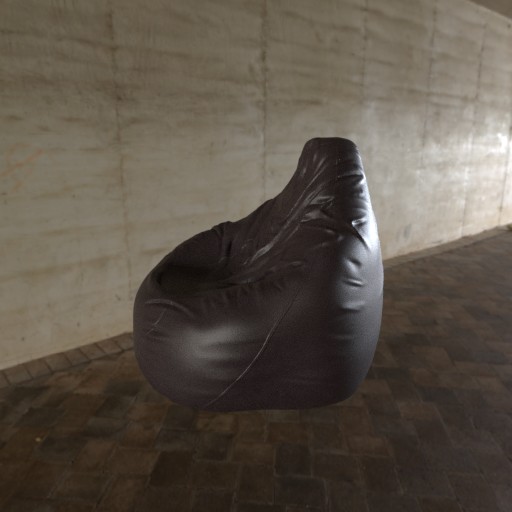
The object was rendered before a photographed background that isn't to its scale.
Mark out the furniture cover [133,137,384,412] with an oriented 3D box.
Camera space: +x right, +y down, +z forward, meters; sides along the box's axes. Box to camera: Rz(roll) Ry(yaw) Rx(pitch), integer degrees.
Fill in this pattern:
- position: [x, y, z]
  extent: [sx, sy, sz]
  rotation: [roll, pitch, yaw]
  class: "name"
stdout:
- position: [0.000, 0.000, 1.910]
  extent: [1.070, 0.990, 1.070]
  rotation: [-2, 15, -8]
  class: "furniture cover"
